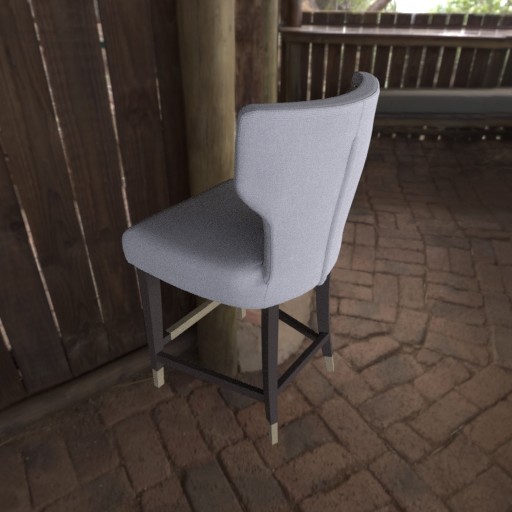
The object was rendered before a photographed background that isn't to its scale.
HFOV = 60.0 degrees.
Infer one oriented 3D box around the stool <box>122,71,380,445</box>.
[{"bbox_3d":[0.000,0.000,1.300,0.563,0.982,0.527,21,37,31],"label":"stool"}]
